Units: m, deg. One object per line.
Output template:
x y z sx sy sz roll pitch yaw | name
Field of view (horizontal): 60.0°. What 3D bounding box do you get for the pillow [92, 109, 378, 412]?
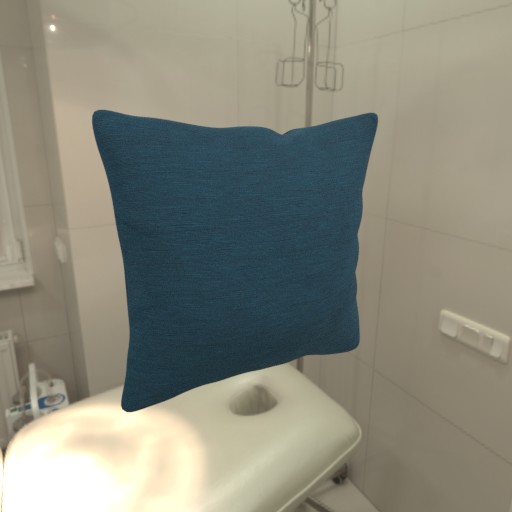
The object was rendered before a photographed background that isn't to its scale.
0.000 0.000 0.675 0.437 0.420 0.177 -8 19 -26 | pillow
